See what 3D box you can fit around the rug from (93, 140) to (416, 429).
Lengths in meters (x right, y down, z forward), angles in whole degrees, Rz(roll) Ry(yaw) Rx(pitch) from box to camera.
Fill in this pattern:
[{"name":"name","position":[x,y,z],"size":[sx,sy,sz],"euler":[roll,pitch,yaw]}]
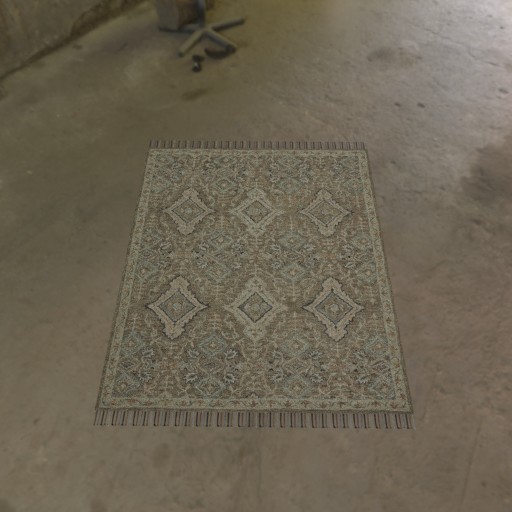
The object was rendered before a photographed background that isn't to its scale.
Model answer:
[{"name":"rug","position":[0.000,0.000,4.150],"size":[2.437,0.010,3.056],"euler":[1,57,0]}]
